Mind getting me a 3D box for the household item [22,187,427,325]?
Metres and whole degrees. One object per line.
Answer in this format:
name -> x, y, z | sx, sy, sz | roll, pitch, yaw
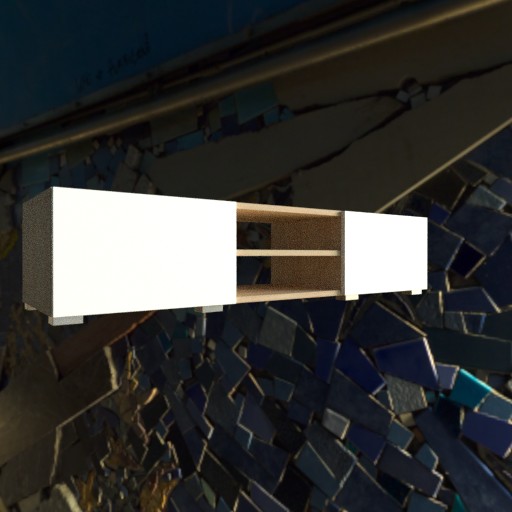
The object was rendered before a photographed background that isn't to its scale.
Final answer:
household item -> 0.000, 0.000, 1.550 | 1.400, 0.310, 0.420 | 0, 0, -36
